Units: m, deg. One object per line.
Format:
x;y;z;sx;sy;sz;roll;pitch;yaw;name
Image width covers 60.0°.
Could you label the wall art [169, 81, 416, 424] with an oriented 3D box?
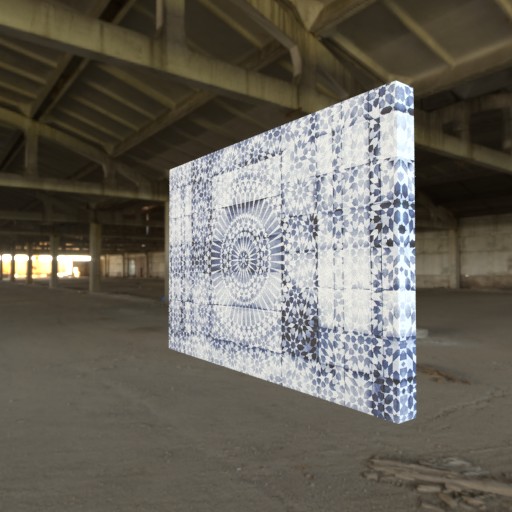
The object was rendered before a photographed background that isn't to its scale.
0.000;0.000;1.162;0.057;0.608;0.911;1;-2;-37;wall art
